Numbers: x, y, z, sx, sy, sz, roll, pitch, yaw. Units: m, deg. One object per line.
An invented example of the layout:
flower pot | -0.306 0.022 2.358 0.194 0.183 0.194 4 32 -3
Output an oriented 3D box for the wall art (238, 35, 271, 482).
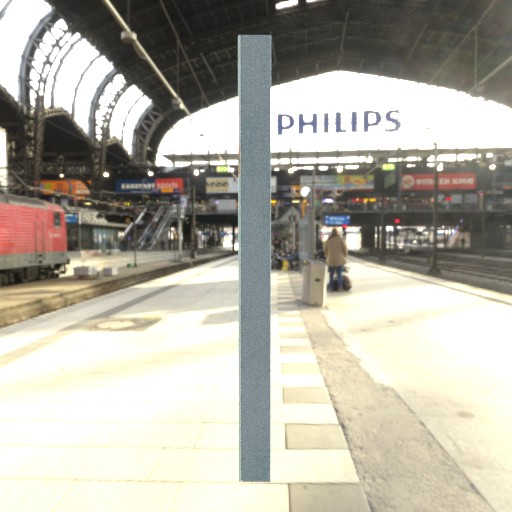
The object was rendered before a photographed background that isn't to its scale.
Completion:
wall art | 0.000 0.000 0.708 0.037 0.509 0.409 0 2 0
